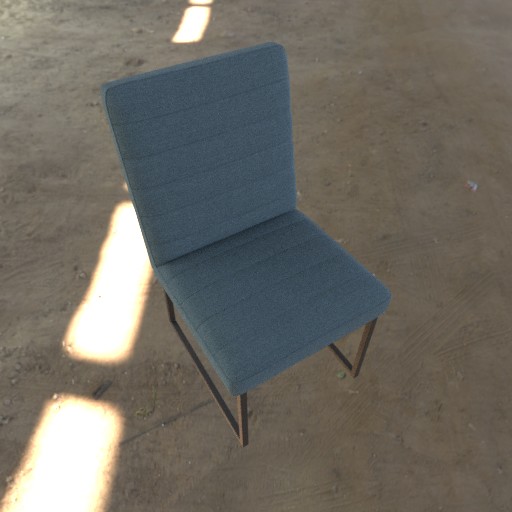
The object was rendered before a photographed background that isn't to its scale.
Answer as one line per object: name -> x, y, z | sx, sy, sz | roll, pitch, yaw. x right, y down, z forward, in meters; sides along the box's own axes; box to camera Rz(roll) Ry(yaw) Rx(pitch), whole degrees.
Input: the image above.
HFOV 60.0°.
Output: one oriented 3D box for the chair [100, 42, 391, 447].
chair -> 0.000, 0.000, 1.290 | 0.520, 0.930, 0.634 | -24, 51, -21
